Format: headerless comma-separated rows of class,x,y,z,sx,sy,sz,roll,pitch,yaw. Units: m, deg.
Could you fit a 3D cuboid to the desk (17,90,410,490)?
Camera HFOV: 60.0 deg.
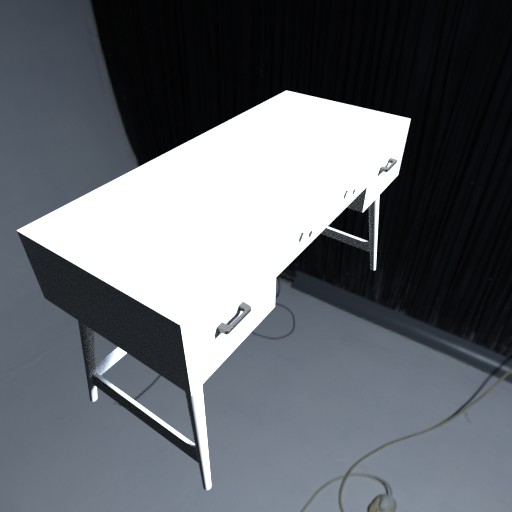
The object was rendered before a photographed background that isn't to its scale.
desk,0.000,0.000,1.671,0.589,0.762,1.313,24,44,27
